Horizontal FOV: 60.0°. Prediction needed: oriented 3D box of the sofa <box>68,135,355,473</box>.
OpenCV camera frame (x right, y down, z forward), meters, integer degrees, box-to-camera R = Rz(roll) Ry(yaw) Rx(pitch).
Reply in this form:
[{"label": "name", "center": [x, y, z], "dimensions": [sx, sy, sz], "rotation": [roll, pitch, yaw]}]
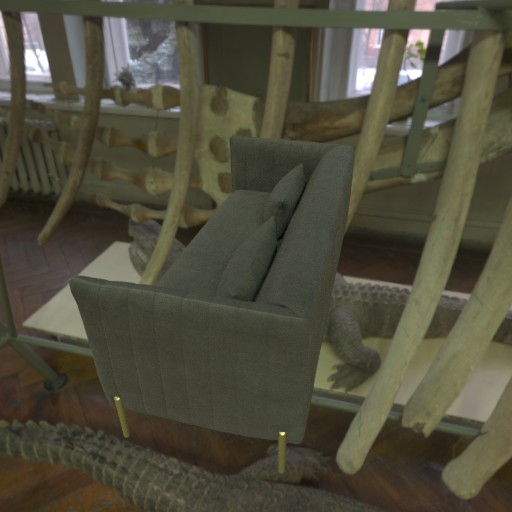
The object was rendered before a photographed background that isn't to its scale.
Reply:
[{"label": "sofa", "center": [0.000, 0.000, 2.431], "dimensions": [0.876, 0.780, 1.980], "rotation": [8, 32, 13]}]
